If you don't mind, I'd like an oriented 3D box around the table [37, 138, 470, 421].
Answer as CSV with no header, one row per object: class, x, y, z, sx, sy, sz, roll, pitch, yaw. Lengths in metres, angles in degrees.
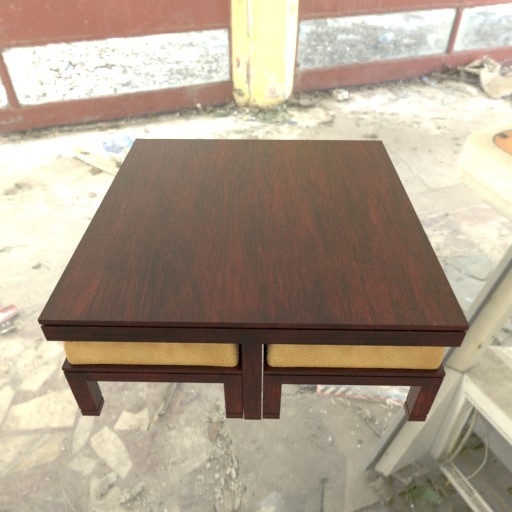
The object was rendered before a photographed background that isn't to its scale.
table,0.000,0.000,1.334,0.865,0.356,0.865,1,39,1
